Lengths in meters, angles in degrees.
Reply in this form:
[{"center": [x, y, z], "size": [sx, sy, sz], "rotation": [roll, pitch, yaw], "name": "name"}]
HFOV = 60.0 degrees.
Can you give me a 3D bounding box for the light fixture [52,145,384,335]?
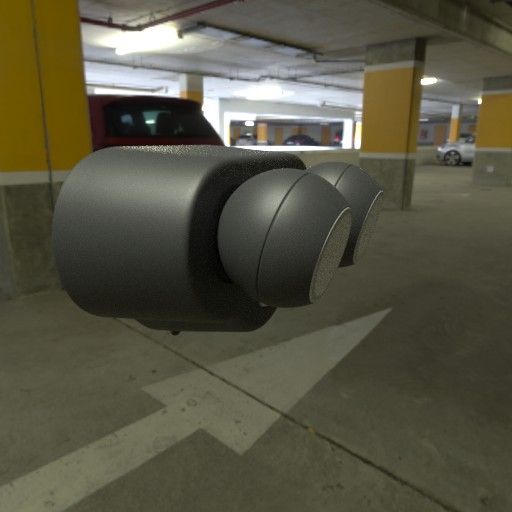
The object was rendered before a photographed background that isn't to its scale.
[{"center": [0.000, 0.000, 0.332], "size": [0.159, 0.159, 0.229], "rotation": [7, 16, 26], "name": "light fixture"}]
